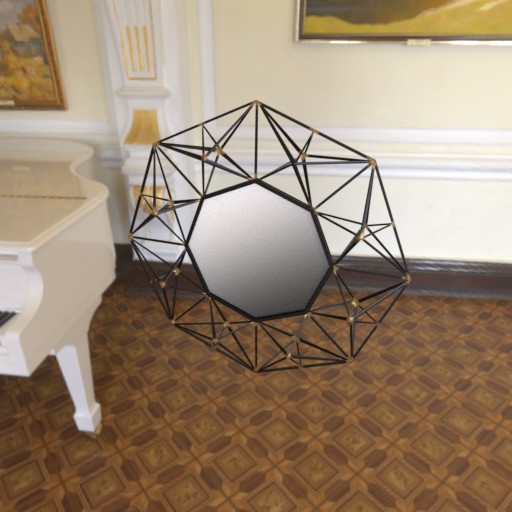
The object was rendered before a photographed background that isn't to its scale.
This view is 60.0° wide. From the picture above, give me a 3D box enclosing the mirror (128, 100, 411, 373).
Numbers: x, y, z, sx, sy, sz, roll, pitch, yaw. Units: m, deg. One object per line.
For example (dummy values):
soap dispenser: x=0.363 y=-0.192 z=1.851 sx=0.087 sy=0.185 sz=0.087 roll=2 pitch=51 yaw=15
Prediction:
mirror: x=0.000 y=0.000 z=1.062 sx=0.710 sy=0.710 sz=0.094 roll=9 pitch=27 yaw=17
